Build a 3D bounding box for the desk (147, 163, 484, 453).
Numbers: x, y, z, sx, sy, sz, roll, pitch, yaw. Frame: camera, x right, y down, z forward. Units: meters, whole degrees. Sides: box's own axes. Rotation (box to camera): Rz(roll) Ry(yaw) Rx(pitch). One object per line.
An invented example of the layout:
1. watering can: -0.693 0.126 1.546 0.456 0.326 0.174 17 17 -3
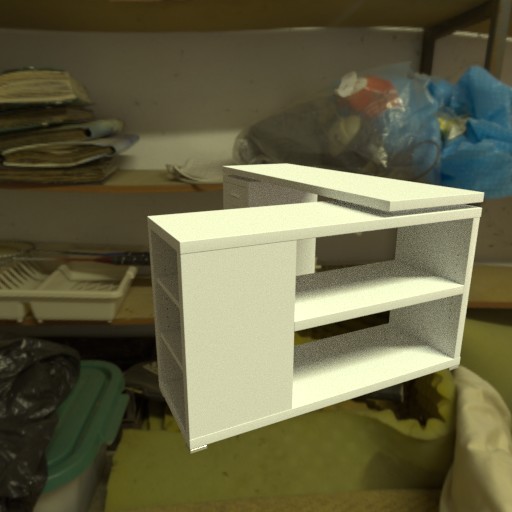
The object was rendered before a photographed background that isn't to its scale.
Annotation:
1. desk: 0.000 0.000 2.204 1.200 0.753 1.524 -8 18 -25
